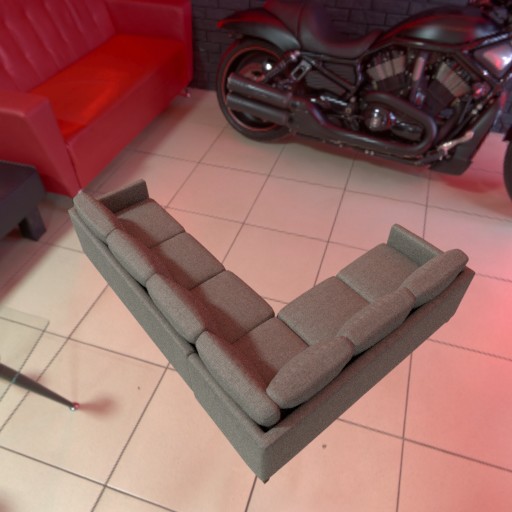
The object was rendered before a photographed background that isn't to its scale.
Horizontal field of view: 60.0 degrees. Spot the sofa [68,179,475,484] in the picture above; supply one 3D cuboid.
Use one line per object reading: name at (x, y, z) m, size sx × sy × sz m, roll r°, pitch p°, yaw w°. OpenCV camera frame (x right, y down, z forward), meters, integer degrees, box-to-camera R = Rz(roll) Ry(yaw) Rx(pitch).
sofa at (0.000, 0.000, 4.545) m, size 2.593 × 0.947 × 3.302 m, roll -30°, pitch 52°, yaw -27°
